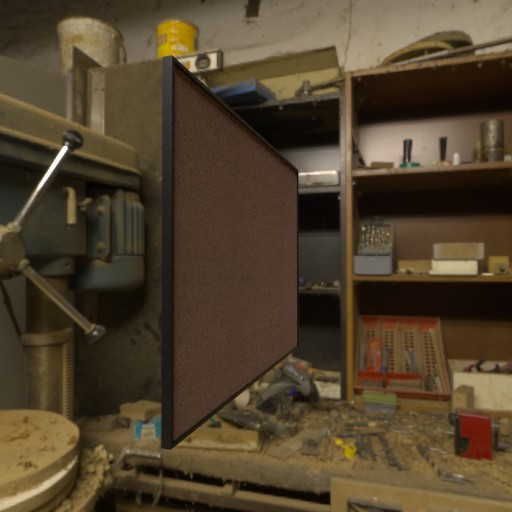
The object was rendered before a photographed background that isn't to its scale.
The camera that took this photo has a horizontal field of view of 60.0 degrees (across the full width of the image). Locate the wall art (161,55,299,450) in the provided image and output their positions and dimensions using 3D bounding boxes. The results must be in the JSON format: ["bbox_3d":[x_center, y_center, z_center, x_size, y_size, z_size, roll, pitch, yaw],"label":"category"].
[{"bbox_3d":[0.000,0.000,1.198,0.019,0.660,0.957,0,-1,18],"label":"wall art"}]
